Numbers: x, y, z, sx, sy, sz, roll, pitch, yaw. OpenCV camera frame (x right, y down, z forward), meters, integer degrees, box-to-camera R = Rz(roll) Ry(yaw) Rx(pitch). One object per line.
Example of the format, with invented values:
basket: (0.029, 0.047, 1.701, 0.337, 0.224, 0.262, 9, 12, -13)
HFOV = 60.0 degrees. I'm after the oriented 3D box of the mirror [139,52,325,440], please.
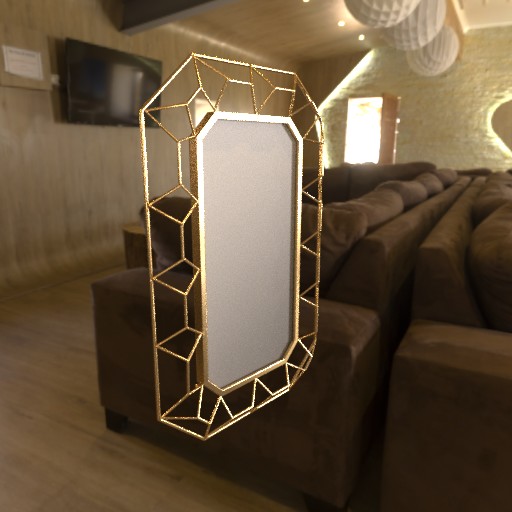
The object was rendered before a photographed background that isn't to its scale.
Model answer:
mirror: (0.000, 0.000, 1.069, 0.051, 0.870, 0.572, 13, 18, 42)
